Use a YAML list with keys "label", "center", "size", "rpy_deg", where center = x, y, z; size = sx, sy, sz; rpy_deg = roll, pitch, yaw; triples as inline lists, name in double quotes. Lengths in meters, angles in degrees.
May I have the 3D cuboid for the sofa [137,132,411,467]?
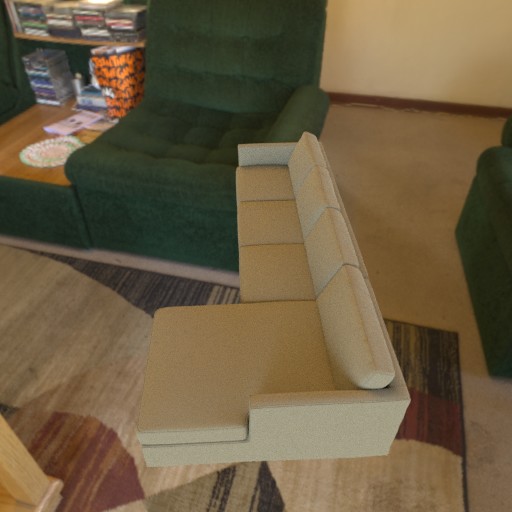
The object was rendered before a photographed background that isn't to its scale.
- label: "sofa"
  center: [0.000, 0.000, 3.835]
  size: [1.622, 0.867, 3.177]
  rpy_deg: [-2, 41, -2]
